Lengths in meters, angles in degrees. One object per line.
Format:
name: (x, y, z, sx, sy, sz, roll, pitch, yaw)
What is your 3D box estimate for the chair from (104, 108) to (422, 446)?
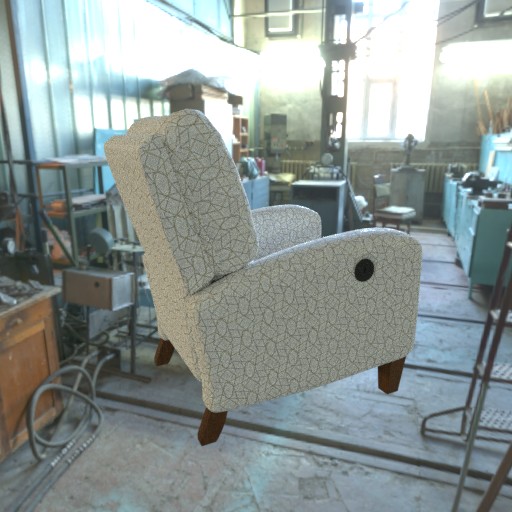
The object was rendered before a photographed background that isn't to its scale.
chair: (0.000, 0.000, 1.750, 0.995, 1.064, 0.796, -7, 17, -25)
